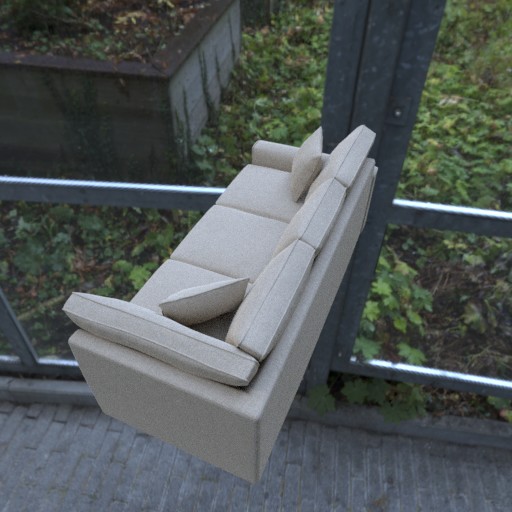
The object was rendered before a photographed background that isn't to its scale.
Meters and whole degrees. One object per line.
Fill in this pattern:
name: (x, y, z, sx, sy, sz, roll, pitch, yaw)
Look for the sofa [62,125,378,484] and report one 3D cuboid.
sofa: (0.000, 0.000, 2.886, 1.061, 0.962, 2.317, 17, 46, 17)
